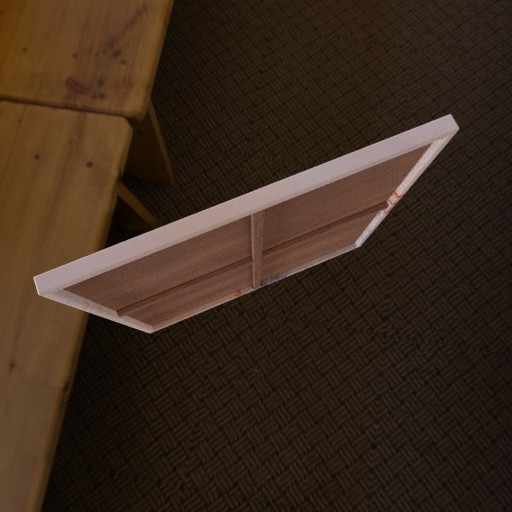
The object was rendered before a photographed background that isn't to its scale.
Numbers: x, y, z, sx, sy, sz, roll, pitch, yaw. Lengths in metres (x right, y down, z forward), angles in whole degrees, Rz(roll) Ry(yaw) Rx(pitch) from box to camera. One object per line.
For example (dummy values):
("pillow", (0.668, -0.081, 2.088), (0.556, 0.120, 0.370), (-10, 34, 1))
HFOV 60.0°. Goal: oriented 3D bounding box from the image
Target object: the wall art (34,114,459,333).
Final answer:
("wall art", (0.000, 0.000, 1.297), (0.889, 0.889, 0.038), (-22, 77, -6))
